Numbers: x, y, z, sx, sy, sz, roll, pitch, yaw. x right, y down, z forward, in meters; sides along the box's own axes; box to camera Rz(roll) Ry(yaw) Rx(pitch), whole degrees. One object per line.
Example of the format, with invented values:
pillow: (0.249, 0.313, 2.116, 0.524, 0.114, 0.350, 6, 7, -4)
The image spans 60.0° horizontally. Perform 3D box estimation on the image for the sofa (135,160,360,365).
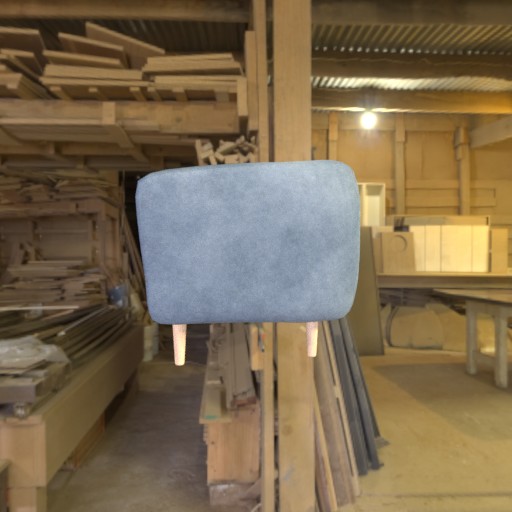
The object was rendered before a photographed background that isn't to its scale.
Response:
sofa: (0.000, 0.000, 2.518, 0.849, 0.795, 2.095, 0, 1, 0)
